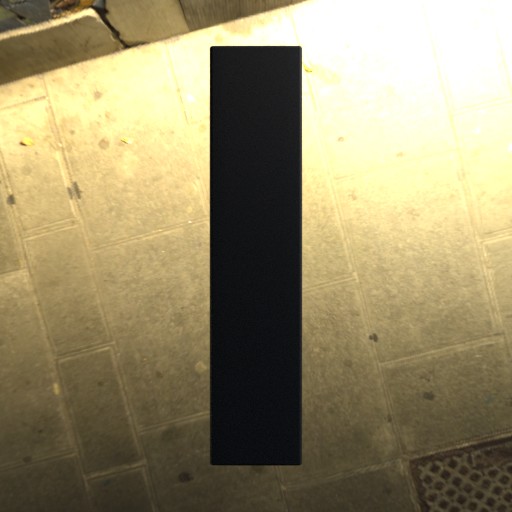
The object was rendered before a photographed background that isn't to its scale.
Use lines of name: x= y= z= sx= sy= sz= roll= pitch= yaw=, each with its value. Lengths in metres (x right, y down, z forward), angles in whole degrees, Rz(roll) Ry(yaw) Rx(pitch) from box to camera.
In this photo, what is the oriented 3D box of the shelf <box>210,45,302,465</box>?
shelf: x=0.000 y=0.000 z=0.506 sx=0.102 sy=0.053 sz=0.456 roll=0 pitch=90 yaw=0
